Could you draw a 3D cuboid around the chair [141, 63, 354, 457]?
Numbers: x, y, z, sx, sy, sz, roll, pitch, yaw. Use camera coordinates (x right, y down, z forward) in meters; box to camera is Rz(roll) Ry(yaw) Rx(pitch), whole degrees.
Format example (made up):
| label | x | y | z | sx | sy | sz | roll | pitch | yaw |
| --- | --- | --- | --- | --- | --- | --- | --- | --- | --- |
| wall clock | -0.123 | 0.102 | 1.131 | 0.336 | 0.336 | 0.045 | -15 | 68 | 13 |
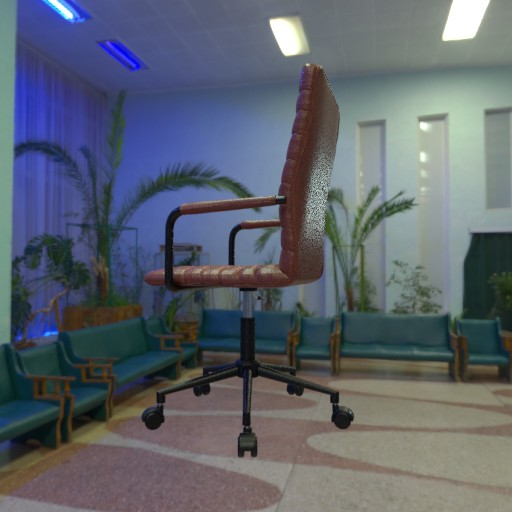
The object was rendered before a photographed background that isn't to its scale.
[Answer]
| label | x | y | z | sx | sy | sz | roll | pitch | yaw |
| --- | --- | --- | --- | --- | --- | --- | --- | --- | --- |
| chair | 0.000 | 0.000 | 1.355 | 0.580 | 0.979 | 0.608 | -1 | -2 | 18 |
